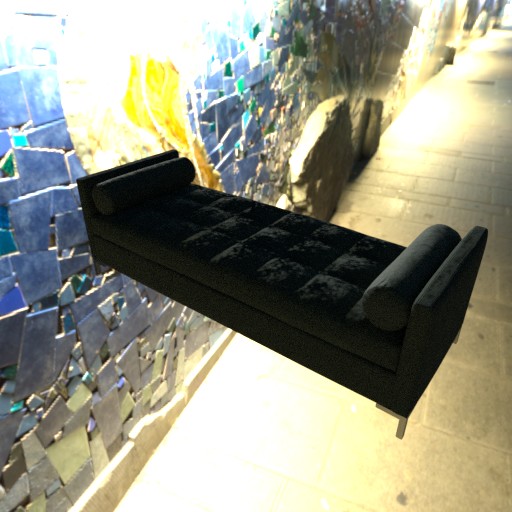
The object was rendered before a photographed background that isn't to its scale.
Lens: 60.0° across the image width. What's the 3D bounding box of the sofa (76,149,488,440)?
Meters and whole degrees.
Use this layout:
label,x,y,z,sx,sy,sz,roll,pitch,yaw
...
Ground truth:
label,x,y,z,sx,sy,sz,roll,pitch,yaw
sofa,0.000,0.000,2.445,2.102,0.657,0.797,21,36,32
